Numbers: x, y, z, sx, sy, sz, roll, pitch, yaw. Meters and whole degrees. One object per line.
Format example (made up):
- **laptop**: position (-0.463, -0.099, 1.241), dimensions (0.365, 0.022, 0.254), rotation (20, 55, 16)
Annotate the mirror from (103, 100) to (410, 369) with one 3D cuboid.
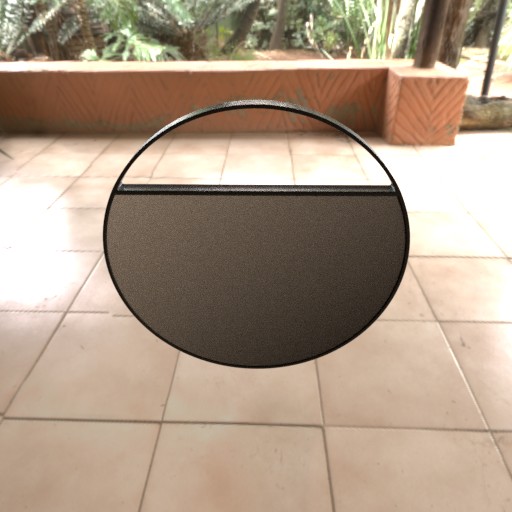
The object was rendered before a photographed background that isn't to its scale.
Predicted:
- **mirror**: position (0.000, 0.000, 0.841), dimensions (0.565, 0.565, 0.032), rotation (0, 32, 1)
